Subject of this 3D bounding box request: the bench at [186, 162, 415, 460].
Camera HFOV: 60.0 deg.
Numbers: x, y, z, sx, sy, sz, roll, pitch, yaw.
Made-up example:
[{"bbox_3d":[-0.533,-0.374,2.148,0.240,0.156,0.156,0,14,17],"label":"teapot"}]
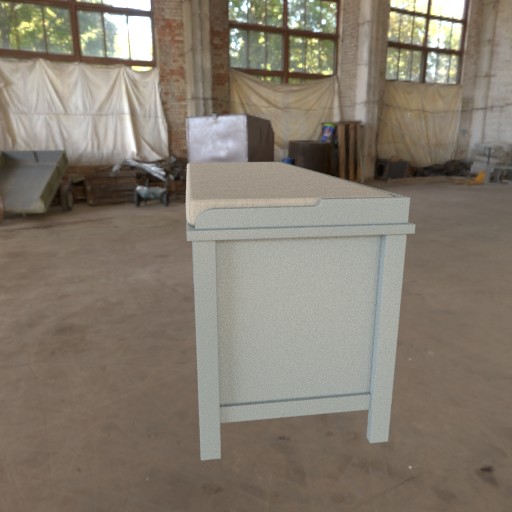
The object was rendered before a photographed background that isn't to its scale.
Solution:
[{"bbox_3d":[0.000,0.000,1.348,0.398,0.501,1.140,-2,15,-8],"label":"bench"}]
